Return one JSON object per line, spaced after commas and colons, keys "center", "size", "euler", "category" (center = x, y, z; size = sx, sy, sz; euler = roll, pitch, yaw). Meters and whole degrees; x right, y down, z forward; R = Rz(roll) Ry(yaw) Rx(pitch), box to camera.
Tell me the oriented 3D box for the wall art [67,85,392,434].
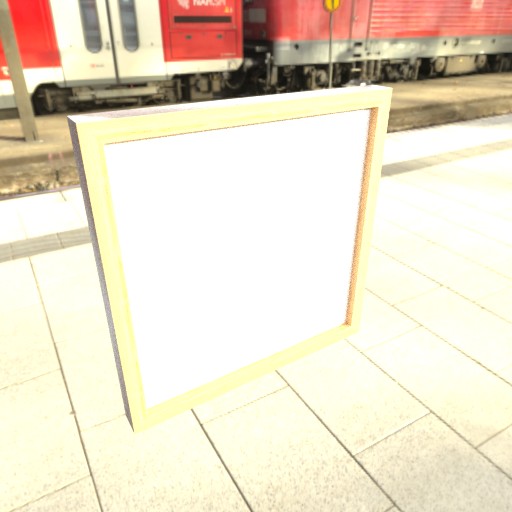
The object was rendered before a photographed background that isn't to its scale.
{"center": [0.000, 0.000, 0.450], "size": [0.303, 0.303, 0.028], "euler": [-17, 33, -28], "category": "wall art"}
